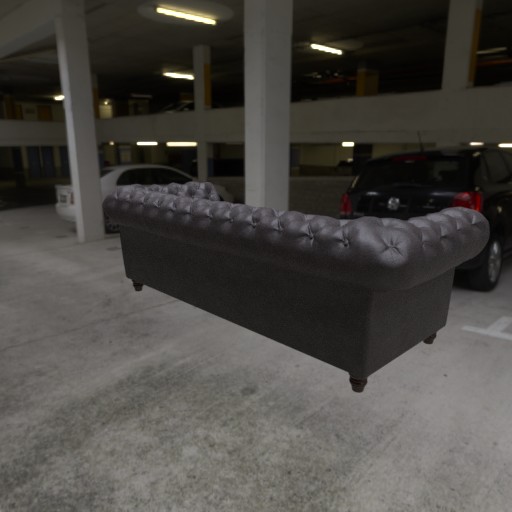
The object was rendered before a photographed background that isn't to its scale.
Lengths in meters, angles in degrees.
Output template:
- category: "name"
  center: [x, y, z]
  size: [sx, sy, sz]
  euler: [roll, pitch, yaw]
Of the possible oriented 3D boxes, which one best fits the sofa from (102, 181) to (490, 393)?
- category: "sofa"
  center: [0.000, 0.000, 2.752]
  size: [0.944, 0.783, 2.385]
  euler: [-14, 20, -42]
